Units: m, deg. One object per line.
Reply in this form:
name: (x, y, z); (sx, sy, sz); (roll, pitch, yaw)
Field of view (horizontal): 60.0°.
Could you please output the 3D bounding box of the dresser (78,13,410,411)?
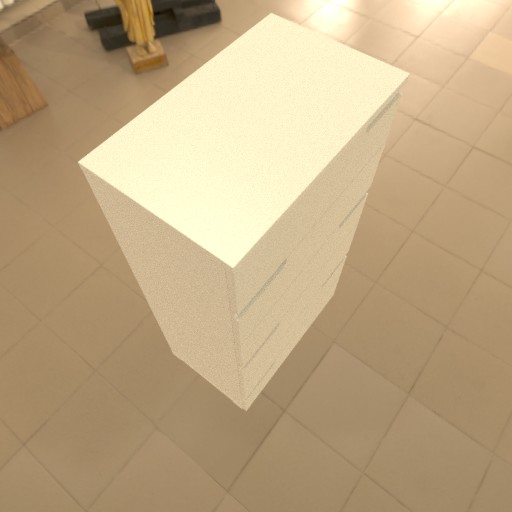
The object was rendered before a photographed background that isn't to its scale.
dresser: (0.000, 0.000, 1.465); (0.400, 1.190, 0.650); (33, 65, 18)
